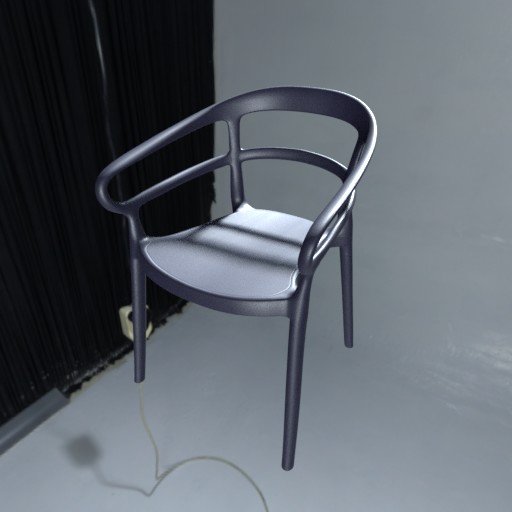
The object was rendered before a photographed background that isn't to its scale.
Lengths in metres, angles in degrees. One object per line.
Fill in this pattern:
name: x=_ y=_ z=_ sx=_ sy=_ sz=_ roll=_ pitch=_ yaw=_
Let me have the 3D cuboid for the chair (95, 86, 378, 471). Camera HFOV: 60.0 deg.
chair: x=0.000 y=0.000 z=1.145 sx=0.559 sy=0.761 sz=0.527 roll=18 pitch=34 yaw=29
